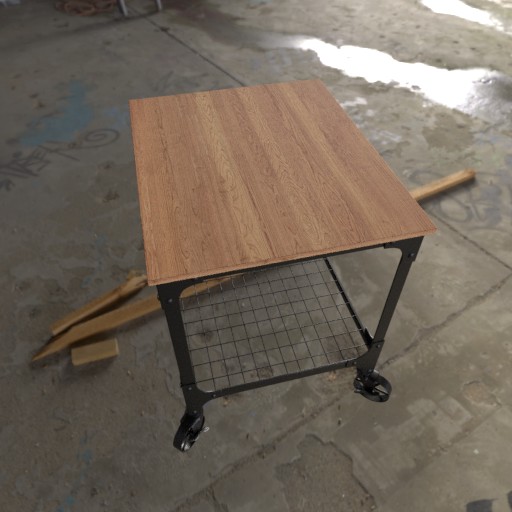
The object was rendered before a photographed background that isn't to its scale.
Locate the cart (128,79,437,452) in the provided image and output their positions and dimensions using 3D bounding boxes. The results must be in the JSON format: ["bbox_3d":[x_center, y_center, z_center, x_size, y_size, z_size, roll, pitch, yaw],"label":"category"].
[{"bbox_3d":[0.000,0.000,1.119,0.558,0.603,0.666,-10,47,-10],"label":"cart"}]
